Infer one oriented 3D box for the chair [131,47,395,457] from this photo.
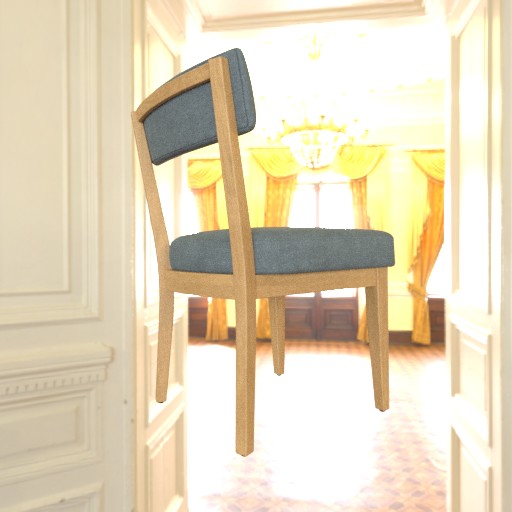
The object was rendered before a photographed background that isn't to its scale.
[{"bbox_3d":[0.000,0.000,1.196,0.572,0.832,0.508,0,1,-37],"label":"chair"}]
